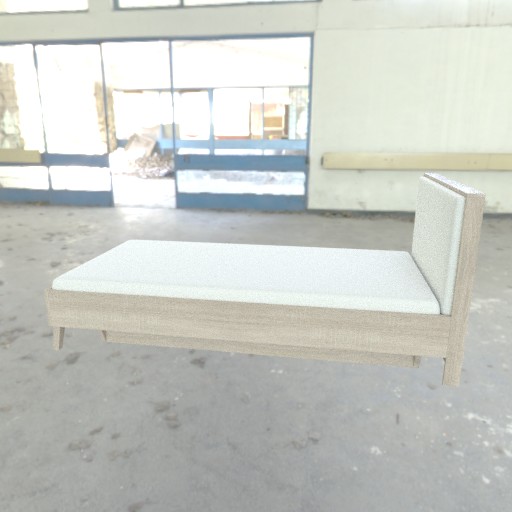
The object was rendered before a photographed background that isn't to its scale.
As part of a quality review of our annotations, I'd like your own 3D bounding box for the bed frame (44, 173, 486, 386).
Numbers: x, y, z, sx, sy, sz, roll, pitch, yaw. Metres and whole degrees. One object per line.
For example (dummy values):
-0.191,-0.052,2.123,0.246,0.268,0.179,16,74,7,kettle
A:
0.000,0.000,2.639,2.140,0.920,0.990,3,16,10,bed frame
